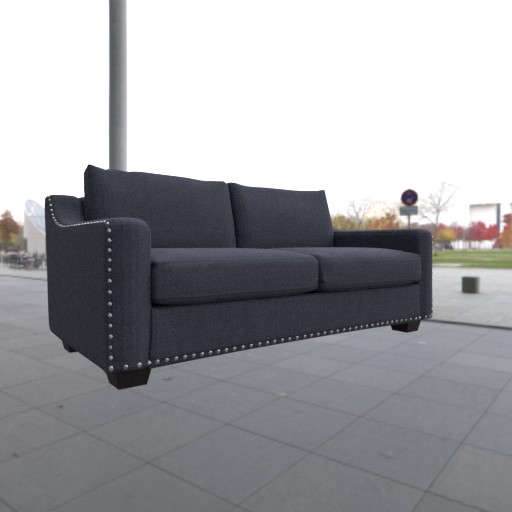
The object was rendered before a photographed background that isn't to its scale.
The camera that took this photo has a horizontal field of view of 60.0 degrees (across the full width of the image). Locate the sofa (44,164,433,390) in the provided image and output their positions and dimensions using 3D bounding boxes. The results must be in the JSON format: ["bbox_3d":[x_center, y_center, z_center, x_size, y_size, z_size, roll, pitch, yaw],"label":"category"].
[{"bbox_3d":[0.000,0.000,3.201,2.550,1.196,1.336,-1,2,-37],"label":"sofa"}]
